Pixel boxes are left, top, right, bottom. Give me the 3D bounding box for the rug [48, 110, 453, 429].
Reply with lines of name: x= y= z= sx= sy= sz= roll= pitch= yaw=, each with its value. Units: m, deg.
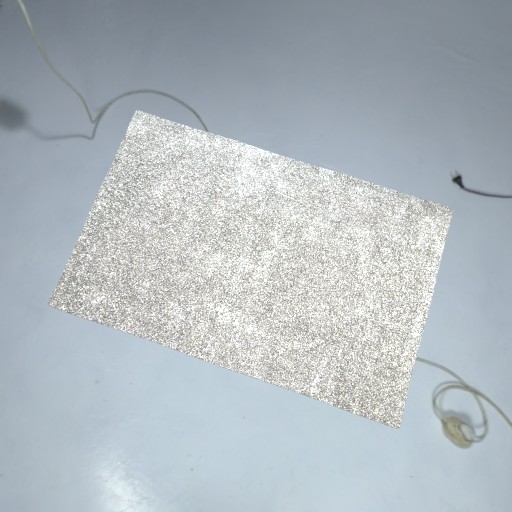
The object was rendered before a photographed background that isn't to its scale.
rug: x=0.000 y=0.000 z=2.958 sx=2.350 sy=0.025 sz=1.502 roll=18 pitch=77 yaw=4
